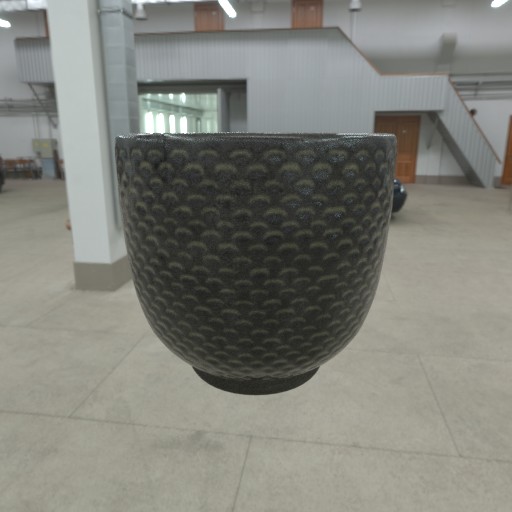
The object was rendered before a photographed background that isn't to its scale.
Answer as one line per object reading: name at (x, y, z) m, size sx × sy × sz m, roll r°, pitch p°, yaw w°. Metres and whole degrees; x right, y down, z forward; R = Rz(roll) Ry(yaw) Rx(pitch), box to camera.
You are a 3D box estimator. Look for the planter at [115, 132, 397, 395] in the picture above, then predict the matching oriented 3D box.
planter at (0.000, 0.000, 0.301) m, size 0.172 × 0.160 × 0.172 m, roll 0°, pitch 15°, yaw 0°
